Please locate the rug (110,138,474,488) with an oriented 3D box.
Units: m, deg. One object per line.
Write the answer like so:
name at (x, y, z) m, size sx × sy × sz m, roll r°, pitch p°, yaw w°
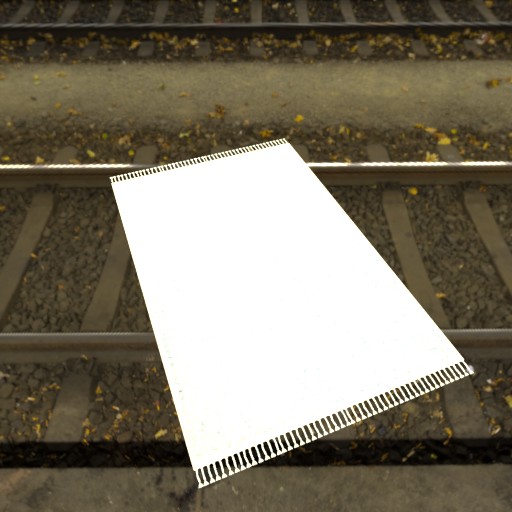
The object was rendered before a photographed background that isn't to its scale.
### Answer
rug at (0.000, 0.000, 2.937) m, size 1.524 × 0.010 × 2.438 m, roll -16°, pitch 49°, yaw -15°
